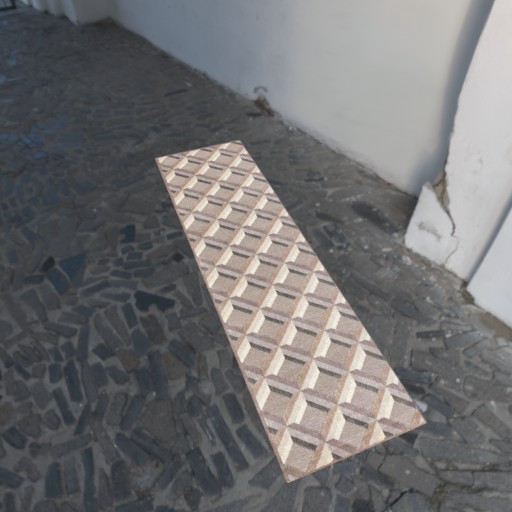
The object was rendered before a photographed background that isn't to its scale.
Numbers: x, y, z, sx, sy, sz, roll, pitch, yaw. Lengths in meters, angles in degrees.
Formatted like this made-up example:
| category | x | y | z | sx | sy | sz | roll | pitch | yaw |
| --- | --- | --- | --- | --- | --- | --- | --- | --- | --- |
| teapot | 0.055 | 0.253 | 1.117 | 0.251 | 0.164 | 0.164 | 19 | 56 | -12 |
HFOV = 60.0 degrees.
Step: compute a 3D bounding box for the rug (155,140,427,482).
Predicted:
| category | x | y | z | sx | sy | sz | roll | pitch | yaw |
| --- | --- | --- | --- | --- | --- | --- | --- | --- | --- |
| rug | 0.000 | 0.000 | 2.657 | 0.685 | 0.013 | 2.437 | -16 | 49 | -14 |
